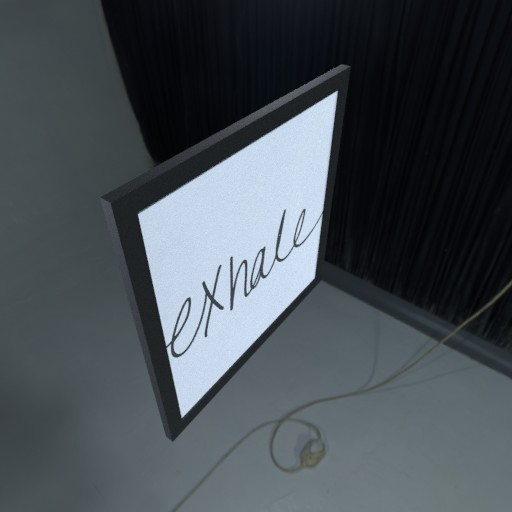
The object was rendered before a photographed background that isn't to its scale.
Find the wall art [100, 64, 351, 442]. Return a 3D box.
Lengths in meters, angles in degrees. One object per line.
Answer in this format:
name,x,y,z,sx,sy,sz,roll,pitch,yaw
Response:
wall art,0.000,0.000,0.541,0.012,0.357,0.358,27,48,27
